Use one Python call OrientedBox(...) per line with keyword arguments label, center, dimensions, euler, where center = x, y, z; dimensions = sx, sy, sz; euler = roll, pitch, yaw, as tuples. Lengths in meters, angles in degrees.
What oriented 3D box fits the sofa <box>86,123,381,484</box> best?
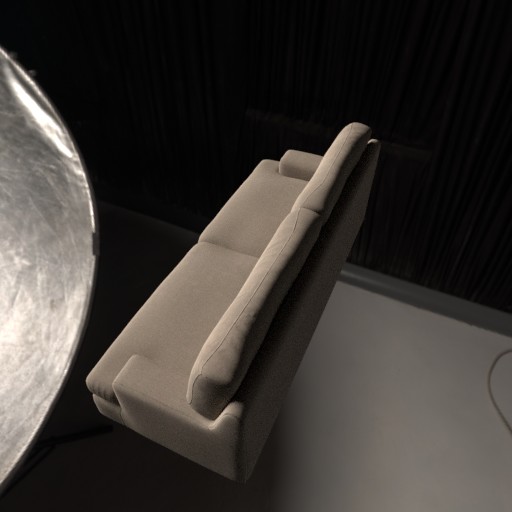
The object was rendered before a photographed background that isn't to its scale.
OrientedBox(label="sofa", center=(0.000, 0.000, 2.856), dimensions=(0.962, 0.980, 2.354), euler=(18, 48, 17))
